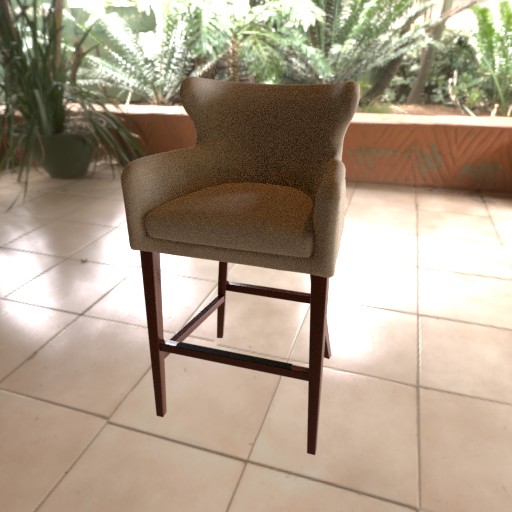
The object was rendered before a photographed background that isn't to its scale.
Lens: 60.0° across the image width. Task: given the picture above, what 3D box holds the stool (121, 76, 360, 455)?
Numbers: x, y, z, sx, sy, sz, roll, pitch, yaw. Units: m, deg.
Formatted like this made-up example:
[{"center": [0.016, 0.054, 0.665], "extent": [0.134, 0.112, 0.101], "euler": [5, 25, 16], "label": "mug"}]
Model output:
[{"center": [0.000, 0.000, 1.409], "extent": [0.556, 1.034, 0.563], "euler": [8, 27, 15], "label": "stool"}]
